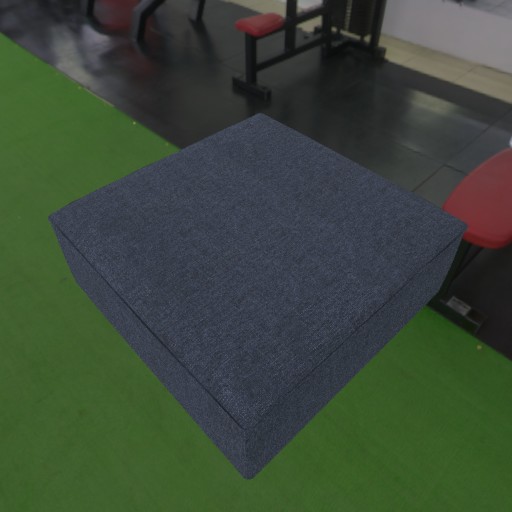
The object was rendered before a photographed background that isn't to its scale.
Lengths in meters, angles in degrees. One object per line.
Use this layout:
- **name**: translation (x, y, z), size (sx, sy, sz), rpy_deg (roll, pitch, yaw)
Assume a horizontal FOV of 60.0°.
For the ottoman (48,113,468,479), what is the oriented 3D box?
- **ottoman**: translation (0.000, 0.000, 1.588), size (1.017, 0.423, 1.023), rpy_deg (-34, 55, -28)
